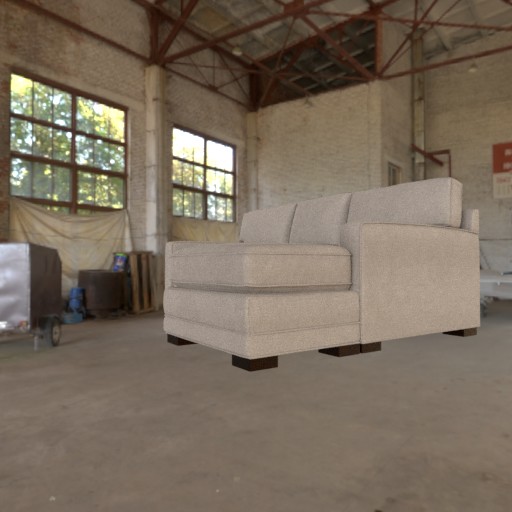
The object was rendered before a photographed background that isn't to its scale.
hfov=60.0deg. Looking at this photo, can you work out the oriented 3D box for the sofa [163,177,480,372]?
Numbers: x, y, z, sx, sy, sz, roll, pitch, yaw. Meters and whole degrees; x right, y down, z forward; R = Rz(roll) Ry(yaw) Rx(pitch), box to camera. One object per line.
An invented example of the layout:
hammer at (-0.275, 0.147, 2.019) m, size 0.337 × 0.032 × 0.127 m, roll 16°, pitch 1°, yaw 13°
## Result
sofa at (0.000, 0.000, 2.811) m, size 1.496 × 0.861 × 2.087 m, roll 1°, pitch -1°, yaw -34°
